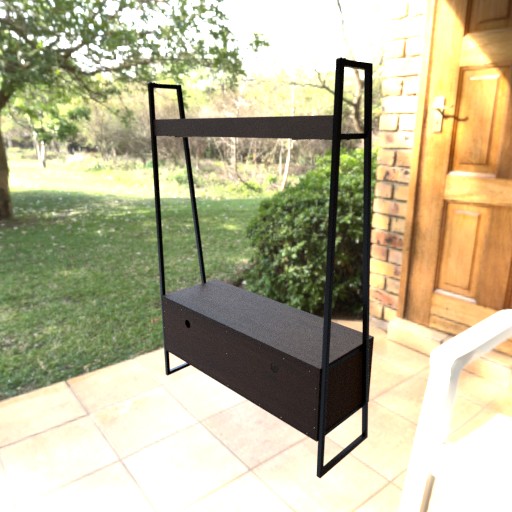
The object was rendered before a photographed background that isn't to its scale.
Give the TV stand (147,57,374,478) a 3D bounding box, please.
[{"bbox_3d":[0.000,0.000,2.340,0.432,1.772,1.250,-15,22,-42],"label":"TV stand"}]
